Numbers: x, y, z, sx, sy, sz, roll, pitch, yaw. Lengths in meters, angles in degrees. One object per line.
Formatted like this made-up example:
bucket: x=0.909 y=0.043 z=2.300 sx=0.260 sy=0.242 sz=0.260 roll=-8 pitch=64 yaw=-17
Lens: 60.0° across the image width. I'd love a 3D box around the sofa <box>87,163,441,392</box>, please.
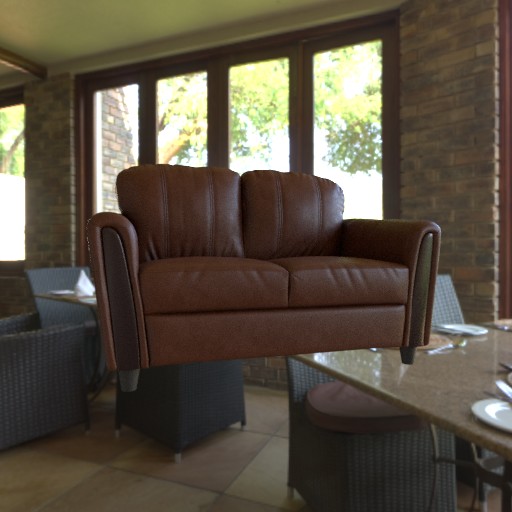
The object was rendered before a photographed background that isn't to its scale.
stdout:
sofa: x=0.000 y=0.000 z=2.012 sx=1.406 sy=0.906 sz=0.805 roll=0 pitch=0 yaw=-19
